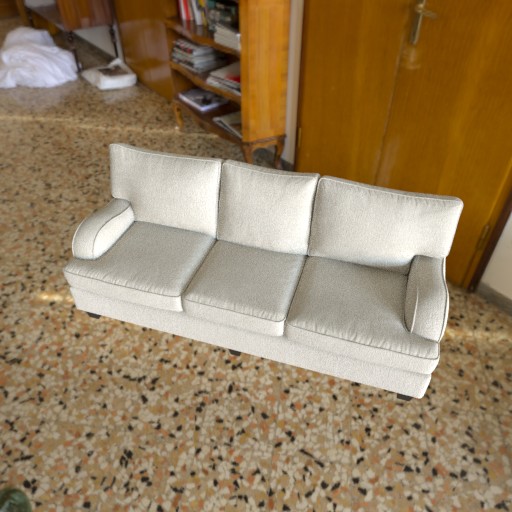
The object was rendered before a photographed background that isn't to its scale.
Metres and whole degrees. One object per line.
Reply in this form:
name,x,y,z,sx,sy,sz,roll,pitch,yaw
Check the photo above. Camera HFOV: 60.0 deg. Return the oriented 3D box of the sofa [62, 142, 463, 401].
sofa,0.000,0.000,2.881,2.323,0.991,1.016,12,42,13
